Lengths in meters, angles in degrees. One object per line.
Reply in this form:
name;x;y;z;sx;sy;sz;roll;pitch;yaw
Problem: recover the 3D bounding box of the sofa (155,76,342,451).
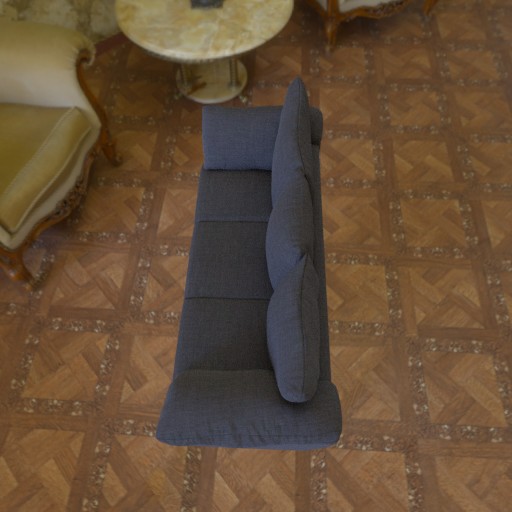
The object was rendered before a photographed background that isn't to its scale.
sofa;0.000;0.000;2.828;0.883;1.080;2.336;2;58;1
